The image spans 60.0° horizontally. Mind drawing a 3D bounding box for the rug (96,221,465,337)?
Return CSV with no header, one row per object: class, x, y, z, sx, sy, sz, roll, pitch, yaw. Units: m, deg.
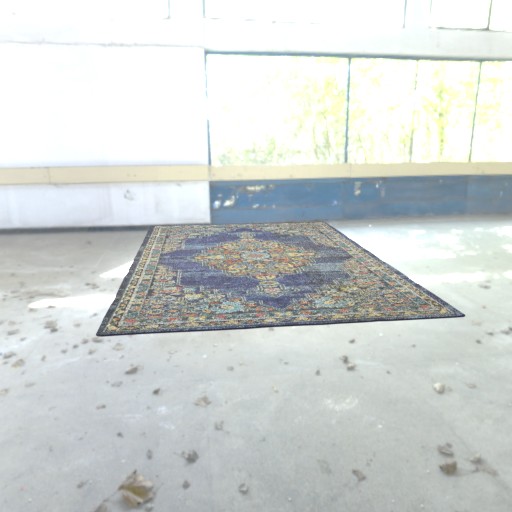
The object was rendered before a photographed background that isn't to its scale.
rug,0.000,0.000,3.800,2.053,0.011,2.940,-2,15,-7
